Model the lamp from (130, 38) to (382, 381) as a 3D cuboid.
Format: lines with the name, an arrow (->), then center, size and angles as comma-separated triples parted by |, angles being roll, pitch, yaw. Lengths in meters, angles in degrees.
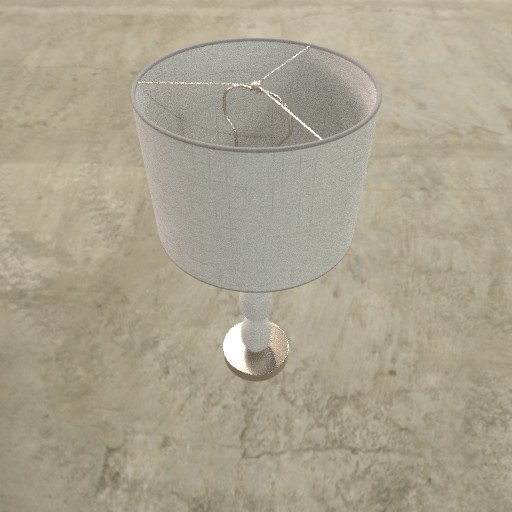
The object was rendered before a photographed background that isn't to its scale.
lamp -> 0.000, 0.000, 0.701 | 0.282, 0.559, 0.280 | 24, 50, 22
